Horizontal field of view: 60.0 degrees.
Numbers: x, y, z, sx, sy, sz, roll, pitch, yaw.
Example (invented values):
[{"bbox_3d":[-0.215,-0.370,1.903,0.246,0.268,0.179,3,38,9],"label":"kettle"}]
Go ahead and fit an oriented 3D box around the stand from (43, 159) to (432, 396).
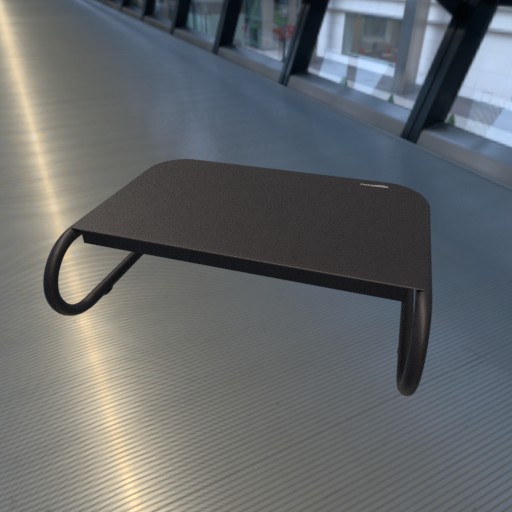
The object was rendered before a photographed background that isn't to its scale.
[{"bbox_3d":[0.000,0.000,0.517,0.370,0.108,0.280,10,35,15],"label":"stand"}]
